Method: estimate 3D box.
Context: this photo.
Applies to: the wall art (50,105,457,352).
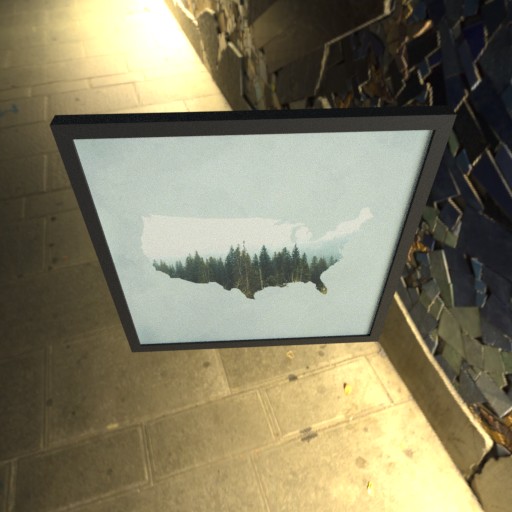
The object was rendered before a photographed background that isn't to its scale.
[{"bbox_3d":[0.000,0.000,1.113,0.763,0.763,0.038,-2,45,-2],"label":"wall art"}]
